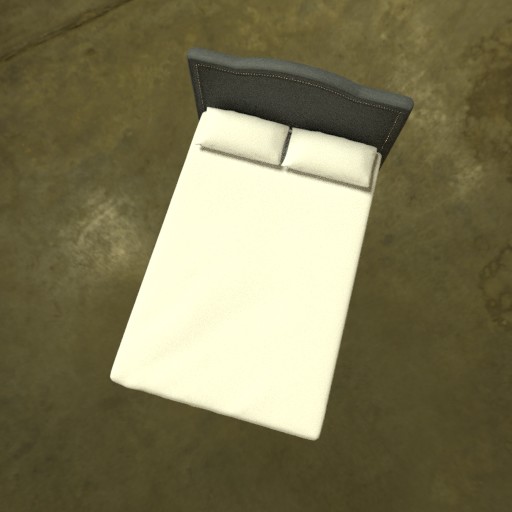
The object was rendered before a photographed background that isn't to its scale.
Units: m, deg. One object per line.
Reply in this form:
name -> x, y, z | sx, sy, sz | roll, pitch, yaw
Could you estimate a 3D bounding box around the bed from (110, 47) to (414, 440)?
bed -> 0.000, 0.000, 3.475 | 1.747, 1.441, 2.507 | 15, 75, 4
